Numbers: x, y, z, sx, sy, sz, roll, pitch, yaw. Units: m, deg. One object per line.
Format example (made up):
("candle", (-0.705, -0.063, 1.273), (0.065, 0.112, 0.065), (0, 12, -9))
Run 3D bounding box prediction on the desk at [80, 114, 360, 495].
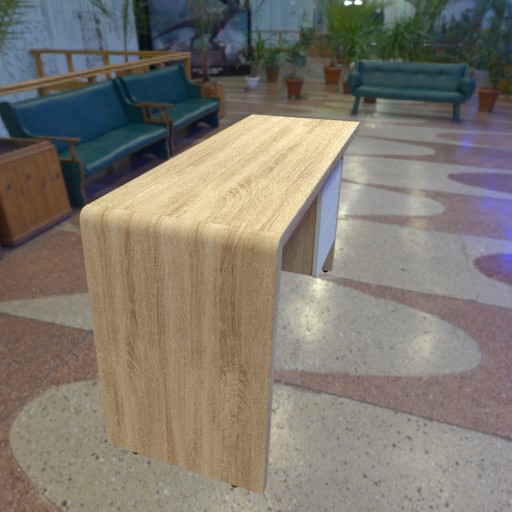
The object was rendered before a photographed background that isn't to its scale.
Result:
("desk", (0.000, 0.000, 1.640), (0.500, 0.750, 1.300), (10, 30, 17))
